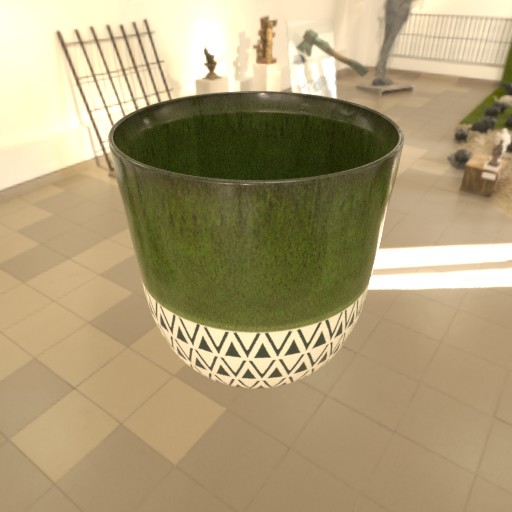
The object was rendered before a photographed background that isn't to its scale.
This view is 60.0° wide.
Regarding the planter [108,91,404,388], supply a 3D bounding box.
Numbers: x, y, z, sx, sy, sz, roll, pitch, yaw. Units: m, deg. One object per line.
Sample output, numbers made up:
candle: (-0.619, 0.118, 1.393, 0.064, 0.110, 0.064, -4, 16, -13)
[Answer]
planter: (0.000, 0.000, 0.453, 0.245, 0.270, 0.245, 0, 33, 0)
